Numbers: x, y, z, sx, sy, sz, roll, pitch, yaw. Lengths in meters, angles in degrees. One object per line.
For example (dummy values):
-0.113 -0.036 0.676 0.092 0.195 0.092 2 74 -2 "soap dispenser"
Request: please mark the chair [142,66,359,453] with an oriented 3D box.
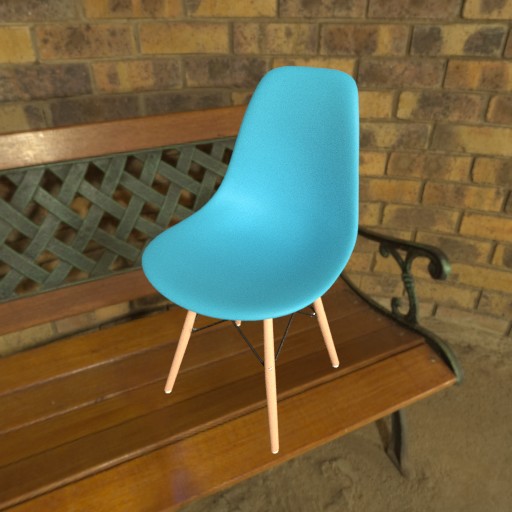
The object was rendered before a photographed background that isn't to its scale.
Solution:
0.000 0.000 1.118 0.470 0.826 0.531 18 35 28 "chair"
